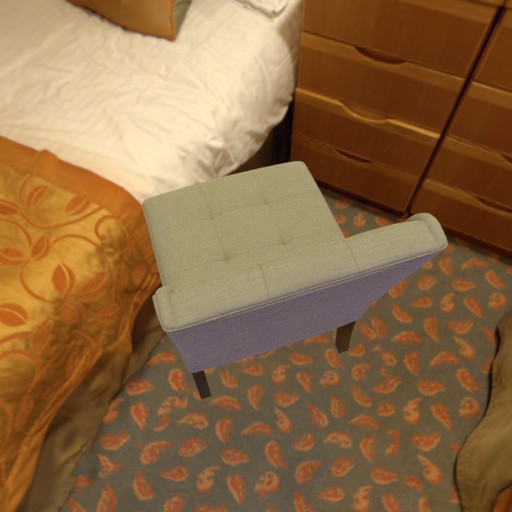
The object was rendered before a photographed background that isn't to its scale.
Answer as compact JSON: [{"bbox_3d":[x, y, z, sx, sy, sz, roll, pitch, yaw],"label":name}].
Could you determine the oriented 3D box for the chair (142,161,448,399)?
[{"bbox_3d":[0.000,0.000,1.300,0.569,0.853,0.676,-16,59,-10],"label":"chair"}]
